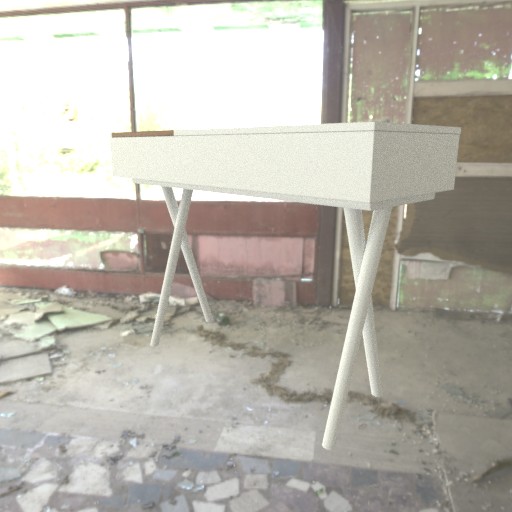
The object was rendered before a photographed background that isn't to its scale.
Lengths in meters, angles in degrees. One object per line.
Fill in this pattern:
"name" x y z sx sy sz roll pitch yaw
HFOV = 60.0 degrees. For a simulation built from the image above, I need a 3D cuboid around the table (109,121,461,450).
"table" 0.000 0.000 1.435 0.418 0.785 1.066 -13 19 -43
